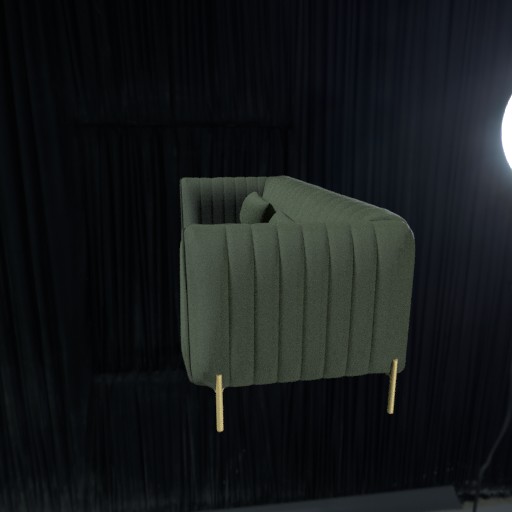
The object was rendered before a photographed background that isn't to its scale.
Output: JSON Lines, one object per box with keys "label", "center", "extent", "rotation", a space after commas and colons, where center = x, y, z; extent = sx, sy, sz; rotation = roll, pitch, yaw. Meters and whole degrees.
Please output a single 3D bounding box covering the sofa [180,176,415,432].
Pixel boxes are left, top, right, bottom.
{"label": "sofa", "center": [0.000, 0.000, 2.626], "extent": [0.896, 0.793, 2.137], "rotation": [-2, 15, -9]}
